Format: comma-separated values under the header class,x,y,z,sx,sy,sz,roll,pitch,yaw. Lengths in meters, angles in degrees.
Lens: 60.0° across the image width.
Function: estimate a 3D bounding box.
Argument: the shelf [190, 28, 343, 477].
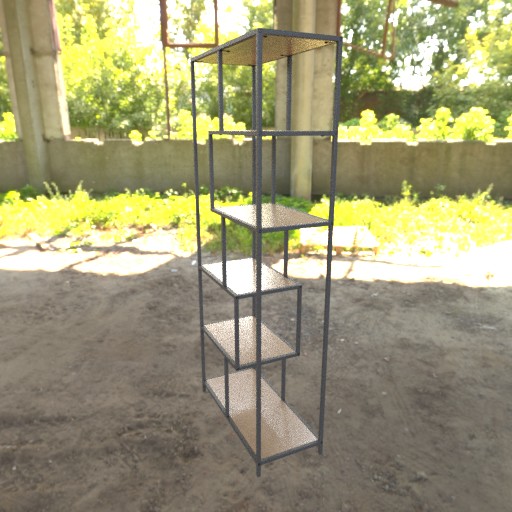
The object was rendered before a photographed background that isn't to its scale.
class,x,y,z,sx,sy,sz,roll,pitch,yaw
shelf,0.000,0.000,2.160,0.350,1.850,0.770,-8,18,-24
